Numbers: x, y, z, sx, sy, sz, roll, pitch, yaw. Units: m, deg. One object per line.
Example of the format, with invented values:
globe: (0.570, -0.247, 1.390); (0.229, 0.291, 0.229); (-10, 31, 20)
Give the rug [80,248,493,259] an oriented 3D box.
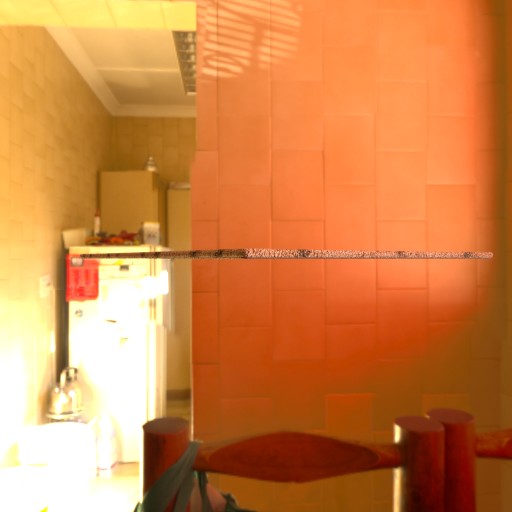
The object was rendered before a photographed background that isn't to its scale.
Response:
rug: (0.000, 0.000, 2.071); (1.200, 0.025, 1.600); (0, 0, -35)
